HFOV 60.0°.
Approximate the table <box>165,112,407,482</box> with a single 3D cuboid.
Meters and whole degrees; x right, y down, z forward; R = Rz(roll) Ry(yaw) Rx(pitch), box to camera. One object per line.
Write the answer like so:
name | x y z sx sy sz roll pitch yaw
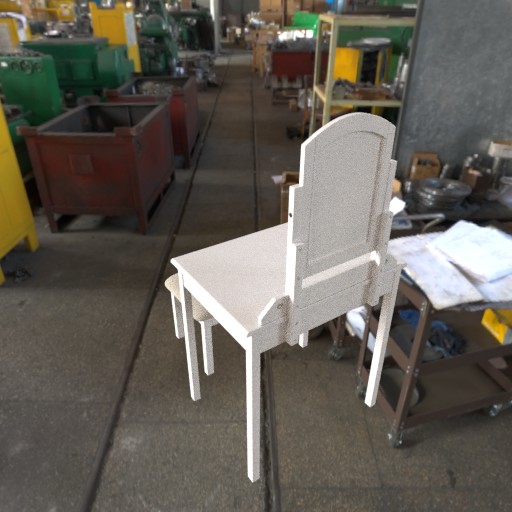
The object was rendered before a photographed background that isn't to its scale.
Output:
table | 0.000 0.000 2.270 0.876 1.631 1.211 -19 35 -29
